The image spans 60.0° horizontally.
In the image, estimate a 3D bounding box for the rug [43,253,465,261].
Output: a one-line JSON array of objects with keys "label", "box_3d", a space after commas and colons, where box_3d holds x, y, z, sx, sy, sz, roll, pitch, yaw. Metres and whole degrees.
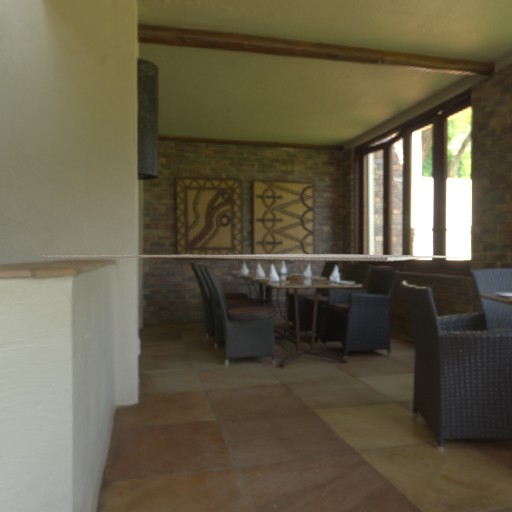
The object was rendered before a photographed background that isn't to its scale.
[{"label": "rug", "box_3d": [0.000, 0.000, 3.670, 2.869, 0.038, 2.032, 0, 0, 35]}]
